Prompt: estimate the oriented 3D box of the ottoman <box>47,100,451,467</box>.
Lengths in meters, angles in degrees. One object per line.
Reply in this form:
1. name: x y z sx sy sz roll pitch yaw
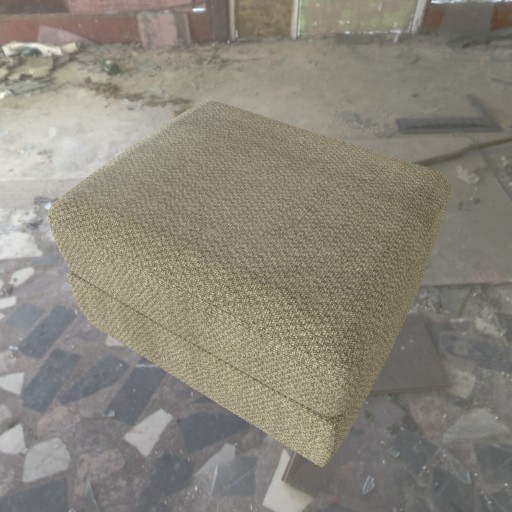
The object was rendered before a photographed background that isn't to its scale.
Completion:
1. ottoman: 0.000 0.000 1.100 0.751 0.476 0.603 24 51 22
